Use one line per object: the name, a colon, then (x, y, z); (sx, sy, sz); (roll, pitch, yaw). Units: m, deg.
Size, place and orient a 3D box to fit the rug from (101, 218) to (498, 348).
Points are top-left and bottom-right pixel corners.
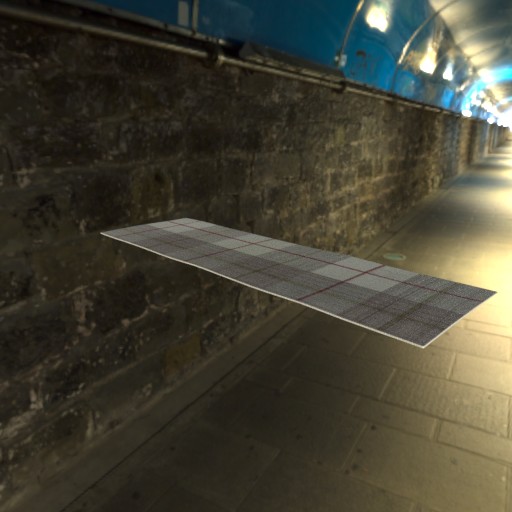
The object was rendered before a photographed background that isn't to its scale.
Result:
rug: (0.000, 0.000, 2.641); (0.762, 0.013, 2.439); (-16, 22, -42)
